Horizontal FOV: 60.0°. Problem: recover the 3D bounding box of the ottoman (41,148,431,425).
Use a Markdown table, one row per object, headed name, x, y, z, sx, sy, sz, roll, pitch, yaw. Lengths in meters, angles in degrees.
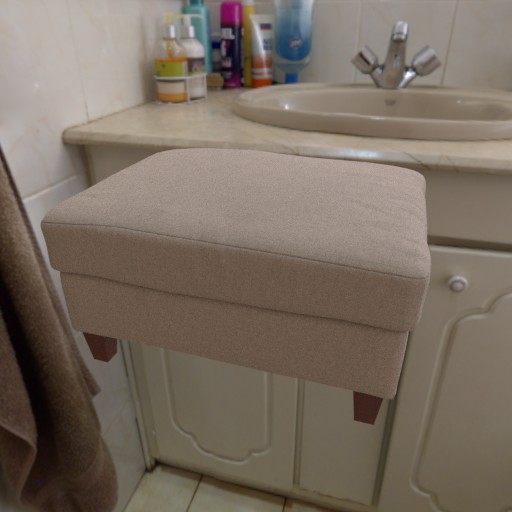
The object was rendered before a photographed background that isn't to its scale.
| name | x | y | z | sx | sy | sz | roll | pitch | yaw |
| --- | --- | --- | --- | --- | --- | --- | --- | --- | --- |
| ottoman | 0.000 | 0.000 | 1.304 | 0.902 | 0.511 | 0.692 | 8 | 29 | 15 |
